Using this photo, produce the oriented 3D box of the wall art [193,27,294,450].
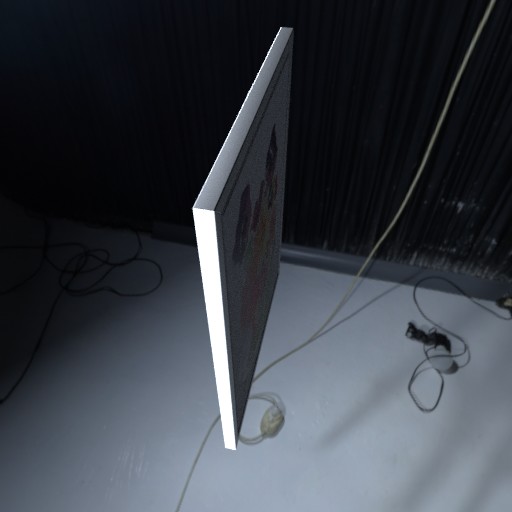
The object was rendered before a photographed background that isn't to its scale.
[{"bbox_3d":[0.000,0.000,1.373,0.042,1.056,0.805,9,47,9],"label":"wall art"}]
